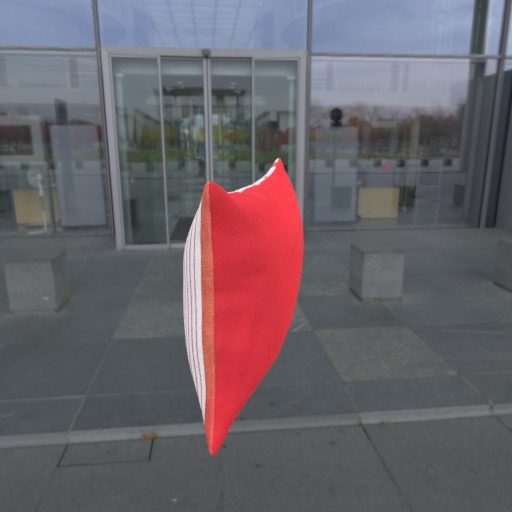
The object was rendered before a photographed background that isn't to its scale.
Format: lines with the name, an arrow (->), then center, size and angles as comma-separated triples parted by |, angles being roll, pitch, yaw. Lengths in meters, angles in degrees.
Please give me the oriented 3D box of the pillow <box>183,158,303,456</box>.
pillow -> 0.000, 0.000, 0.729 | 0.151, 0.297, 0.608 | 2, 14, 9
